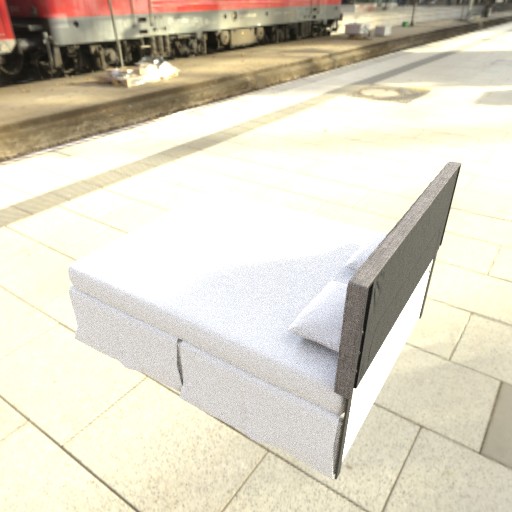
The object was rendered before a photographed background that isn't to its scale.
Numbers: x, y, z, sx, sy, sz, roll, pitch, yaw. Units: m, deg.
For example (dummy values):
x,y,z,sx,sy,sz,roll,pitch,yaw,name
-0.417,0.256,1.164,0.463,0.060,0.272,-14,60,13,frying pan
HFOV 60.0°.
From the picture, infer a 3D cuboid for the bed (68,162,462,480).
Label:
x,y,z,sx,sy,sz,roll,pitch,yaw,name
0.000,0.000,2.883,1.958,1.168,1.621,18,36,28,bed
